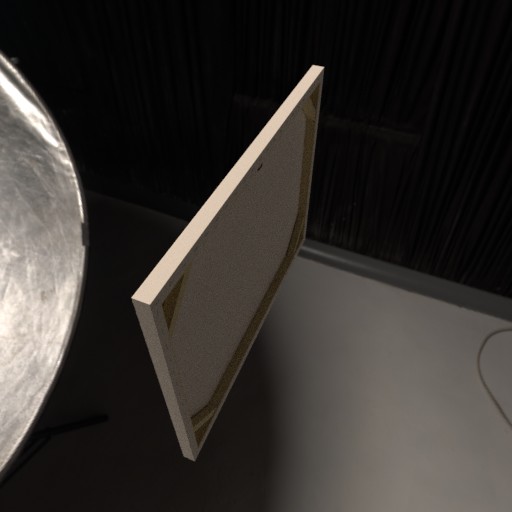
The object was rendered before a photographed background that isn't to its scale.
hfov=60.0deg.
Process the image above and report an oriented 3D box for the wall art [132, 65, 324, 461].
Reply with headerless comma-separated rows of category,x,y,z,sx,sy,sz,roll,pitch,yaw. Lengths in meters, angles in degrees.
wall art,0.000,0.000,1.359,0.038,0.762,1.016,17,49,16
